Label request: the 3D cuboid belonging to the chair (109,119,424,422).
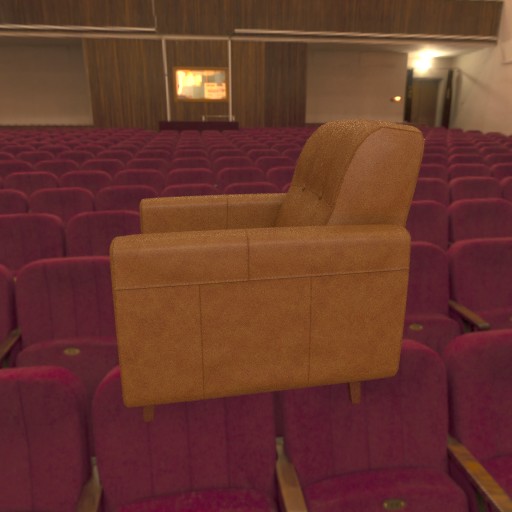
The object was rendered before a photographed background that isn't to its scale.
[{"bbox_3d":[0.000,0.000,1.643,0.942,0.968,0.845,-2,16,-8],"label":"chair"}]
